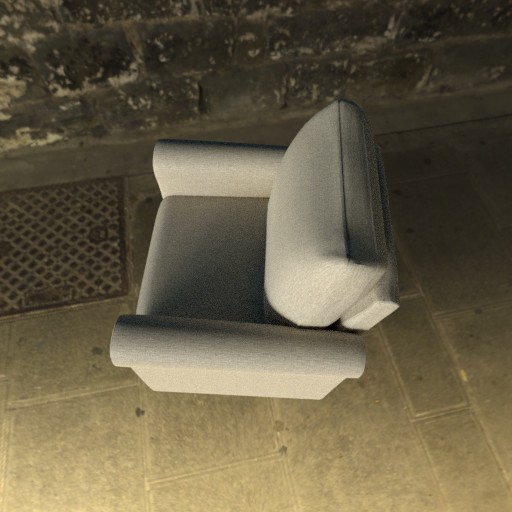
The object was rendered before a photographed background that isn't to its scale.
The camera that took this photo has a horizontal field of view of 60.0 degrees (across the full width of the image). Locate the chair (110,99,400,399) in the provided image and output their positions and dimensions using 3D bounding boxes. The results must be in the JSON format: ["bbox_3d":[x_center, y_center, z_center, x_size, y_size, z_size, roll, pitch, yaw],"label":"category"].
[{"bbox_3d":[0.000,0.000,2.283,1.180,1.349,1.275,2,59,1],"label":"chair"}]
